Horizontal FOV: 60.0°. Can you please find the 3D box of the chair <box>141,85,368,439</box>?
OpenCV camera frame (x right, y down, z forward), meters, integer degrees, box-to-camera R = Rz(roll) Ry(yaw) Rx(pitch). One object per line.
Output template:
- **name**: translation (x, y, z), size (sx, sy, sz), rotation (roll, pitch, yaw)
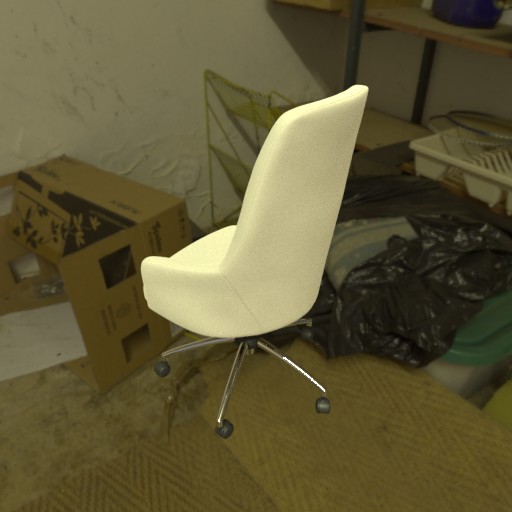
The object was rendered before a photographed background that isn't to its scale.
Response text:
- **chair**: translation (0.000, 0.000, 1.425), size (0.640, 1.049, 0.620), rotation (19, 36, 29)
